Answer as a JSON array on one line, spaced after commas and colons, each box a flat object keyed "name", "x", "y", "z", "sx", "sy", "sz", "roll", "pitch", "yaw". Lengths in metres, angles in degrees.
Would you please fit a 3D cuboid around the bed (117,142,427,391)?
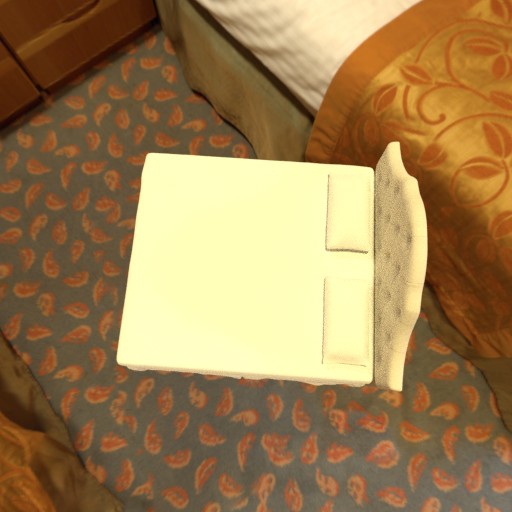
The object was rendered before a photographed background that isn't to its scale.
[{"name": "bed", "x": 0.000, "y": 0.000, "z": 3.645, "sx": 2.214, "sy": 1.615, "sz": 2.008, "roll": 4, "pitch": 76, "yaw": 1}]
